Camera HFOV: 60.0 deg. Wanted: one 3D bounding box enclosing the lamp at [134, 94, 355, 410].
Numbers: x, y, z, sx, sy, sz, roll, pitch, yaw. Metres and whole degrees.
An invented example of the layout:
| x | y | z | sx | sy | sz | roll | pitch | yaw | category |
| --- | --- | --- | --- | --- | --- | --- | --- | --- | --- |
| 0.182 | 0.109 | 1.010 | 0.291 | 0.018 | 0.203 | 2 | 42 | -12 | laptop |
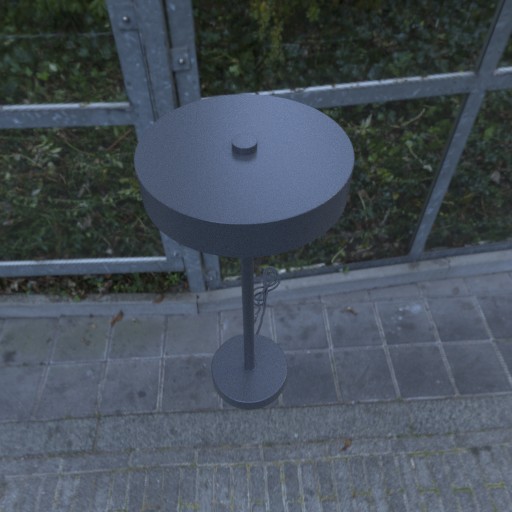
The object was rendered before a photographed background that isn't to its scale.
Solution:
| x | y | z | sx | sy | sz | roll | pitch | yaw | category |
| --- | --- | --- | --- | --- | --- | --- | --- | --- | --- |
| 0.000 | 0.000 | 0.692 | 0.229 | 0.508 | 0.369 | 7 | 48 | 7 | lamp |
